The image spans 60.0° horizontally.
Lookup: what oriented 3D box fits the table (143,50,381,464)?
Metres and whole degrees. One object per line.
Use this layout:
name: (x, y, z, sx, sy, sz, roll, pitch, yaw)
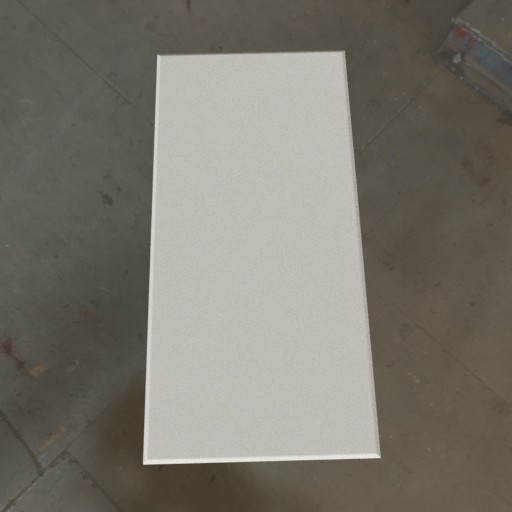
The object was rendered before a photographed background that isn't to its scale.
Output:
table: (0.000, 0.000, 1.404, 0.551, 0.506, 1.109, -1, 76, 0)
